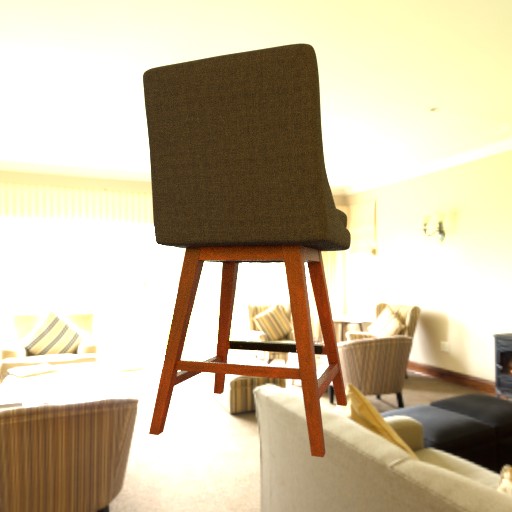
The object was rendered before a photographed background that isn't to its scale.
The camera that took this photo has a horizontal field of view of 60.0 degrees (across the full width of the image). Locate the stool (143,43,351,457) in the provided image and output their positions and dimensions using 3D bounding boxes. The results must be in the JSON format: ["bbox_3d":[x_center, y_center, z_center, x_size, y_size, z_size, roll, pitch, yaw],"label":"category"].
[{"bbox_3d":[0.000,0.000,1.215,0.467,0.895,0.524,-1,-2,19],"label":"stool"}]
